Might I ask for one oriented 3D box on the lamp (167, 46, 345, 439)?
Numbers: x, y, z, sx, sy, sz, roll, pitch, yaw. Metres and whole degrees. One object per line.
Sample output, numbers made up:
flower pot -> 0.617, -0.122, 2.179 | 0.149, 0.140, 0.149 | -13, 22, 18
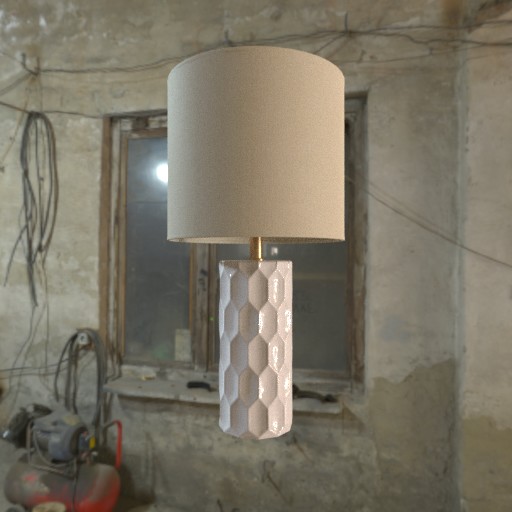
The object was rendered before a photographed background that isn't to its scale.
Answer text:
lamp -> 0.000, 0.000, 0.703 | 0.277, 0.537, 0.277 | 0, 0, -20
